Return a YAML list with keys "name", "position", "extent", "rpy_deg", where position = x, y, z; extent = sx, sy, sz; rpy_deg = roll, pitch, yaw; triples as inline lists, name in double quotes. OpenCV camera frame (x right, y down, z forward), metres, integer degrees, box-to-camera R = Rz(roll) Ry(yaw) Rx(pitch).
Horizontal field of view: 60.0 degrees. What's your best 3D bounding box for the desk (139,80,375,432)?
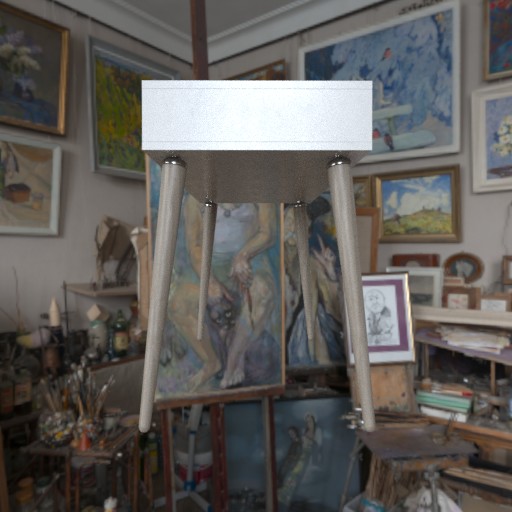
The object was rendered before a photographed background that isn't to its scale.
- name: "desk"
  position: [0.000, 0.000, 1.395]
  extent: [0.491, 0.723, 0.979]
  rpy_deg: [0, 0, 0]
